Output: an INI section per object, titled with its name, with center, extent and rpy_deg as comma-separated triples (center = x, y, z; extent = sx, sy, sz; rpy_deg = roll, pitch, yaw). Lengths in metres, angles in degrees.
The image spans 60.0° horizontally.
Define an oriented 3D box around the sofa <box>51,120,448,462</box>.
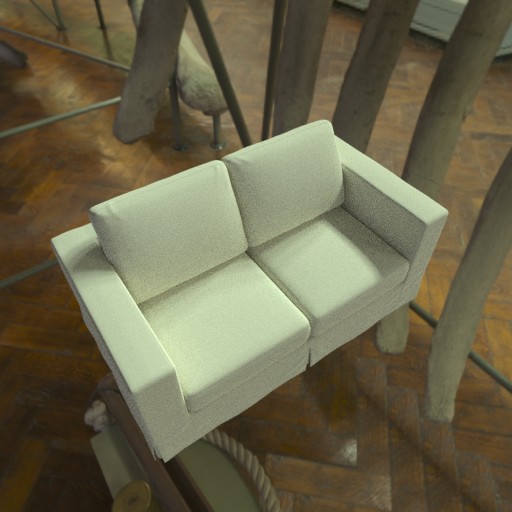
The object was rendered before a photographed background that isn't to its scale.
[sofa]
center = 0.000, 0.000, 2.393
extent = 1.813, 0.932, 1.009
rpy_deg = -27, 52, -23
